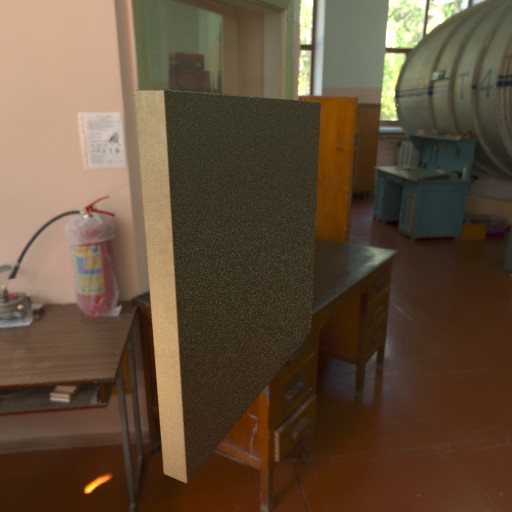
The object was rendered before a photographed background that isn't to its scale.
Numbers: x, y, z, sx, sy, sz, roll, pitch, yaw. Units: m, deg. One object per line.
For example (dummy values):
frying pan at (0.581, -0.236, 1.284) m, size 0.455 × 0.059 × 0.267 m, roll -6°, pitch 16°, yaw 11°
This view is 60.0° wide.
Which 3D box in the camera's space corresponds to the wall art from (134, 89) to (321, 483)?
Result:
wall art at (0.000, 0.000, 0.753) m, size 0.040 × 0.506 × 0.503 m, roll 9°, pitch 19°, yaw 25°
